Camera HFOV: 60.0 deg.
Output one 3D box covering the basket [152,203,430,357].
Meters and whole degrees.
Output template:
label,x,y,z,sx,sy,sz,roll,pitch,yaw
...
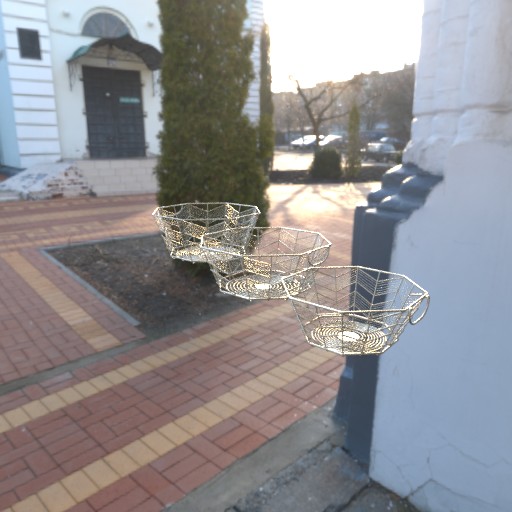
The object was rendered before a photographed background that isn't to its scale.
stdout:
label,x,y,z,sx,sy,sz,roll,pitch,yaw
basket,0.000,0.000,1.392,0.432,0.178,1.246,-8,17,-27
